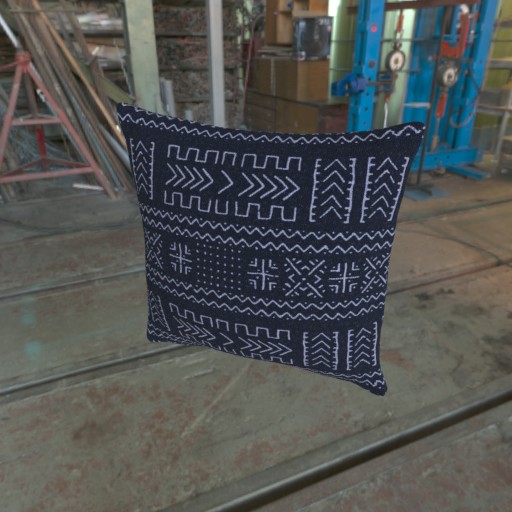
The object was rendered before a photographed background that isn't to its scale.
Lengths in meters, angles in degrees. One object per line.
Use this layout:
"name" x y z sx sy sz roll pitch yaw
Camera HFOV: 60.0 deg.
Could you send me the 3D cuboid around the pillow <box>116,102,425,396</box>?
"pillow" 0.000 0.000 0.677 0.438 0.430 0.164 9 27 18
